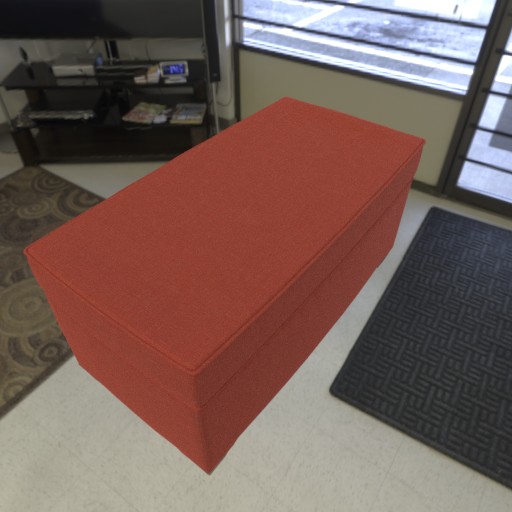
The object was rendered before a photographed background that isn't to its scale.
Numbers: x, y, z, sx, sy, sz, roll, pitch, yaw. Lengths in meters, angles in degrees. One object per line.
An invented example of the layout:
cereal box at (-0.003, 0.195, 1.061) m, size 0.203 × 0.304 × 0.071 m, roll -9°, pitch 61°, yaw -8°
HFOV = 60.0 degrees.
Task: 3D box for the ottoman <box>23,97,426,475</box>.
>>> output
ottoman at (0.000, 0.000, 1.191) m, size 0.497 × 0.454 × 0.948 m, roll 28°, pitch 50°, yaw 26°
